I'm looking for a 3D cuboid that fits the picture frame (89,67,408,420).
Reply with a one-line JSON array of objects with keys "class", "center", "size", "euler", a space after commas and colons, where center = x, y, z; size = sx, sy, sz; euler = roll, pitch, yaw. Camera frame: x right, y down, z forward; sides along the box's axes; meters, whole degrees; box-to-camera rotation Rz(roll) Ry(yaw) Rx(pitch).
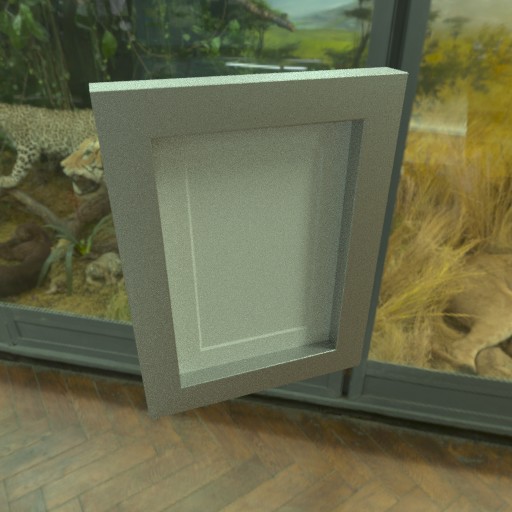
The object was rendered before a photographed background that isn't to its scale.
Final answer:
[{"class": "picture frame", "center": [0.000, 0.000, 0.273], "size": [0.157, 0.208, 0.028], "euler": [-10, 32, -16]}]
